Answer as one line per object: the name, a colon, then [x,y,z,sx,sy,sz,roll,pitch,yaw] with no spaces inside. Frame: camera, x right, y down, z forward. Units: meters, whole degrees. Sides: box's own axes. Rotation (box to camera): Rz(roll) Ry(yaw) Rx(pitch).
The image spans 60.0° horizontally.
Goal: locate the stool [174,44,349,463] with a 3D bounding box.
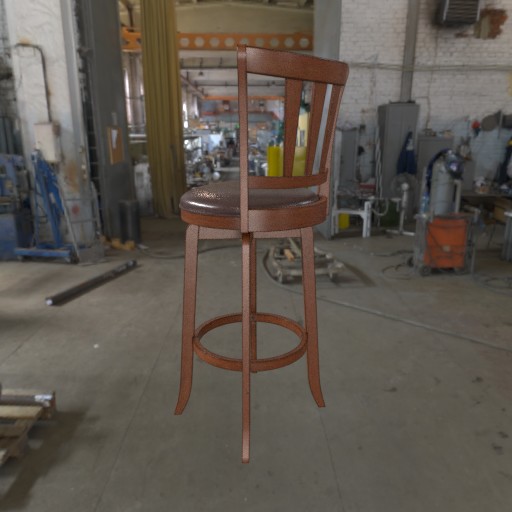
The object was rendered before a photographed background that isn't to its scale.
stool: [0.000,0.000,1.451,0.503,1.177,0.464,14,21,42]
